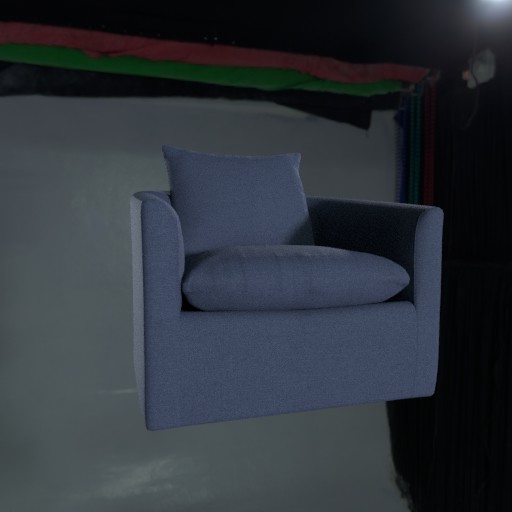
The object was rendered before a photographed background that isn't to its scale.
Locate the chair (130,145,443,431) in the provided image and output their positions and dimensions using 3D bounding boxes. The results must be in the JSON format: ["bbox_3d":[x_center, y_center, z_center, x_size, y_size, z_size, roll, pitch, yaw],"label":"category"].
[{"bbox_3d":[0.000,0.000,1.553,0.845,0.848,0.910,-1,2,-18],"label":"chair"}]
